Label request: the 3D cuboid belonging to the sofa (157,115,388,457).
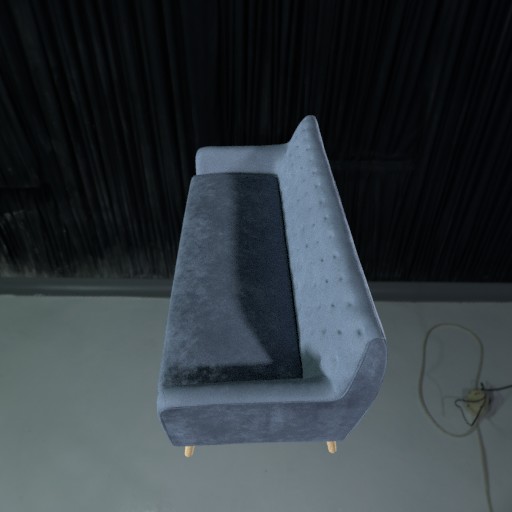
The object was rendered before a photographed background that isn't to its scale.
[{"bbox_3d":[0.000,0.000,2.389,0.841,0.832,1.975,-1,40,-1],"label":"sofa"}]
